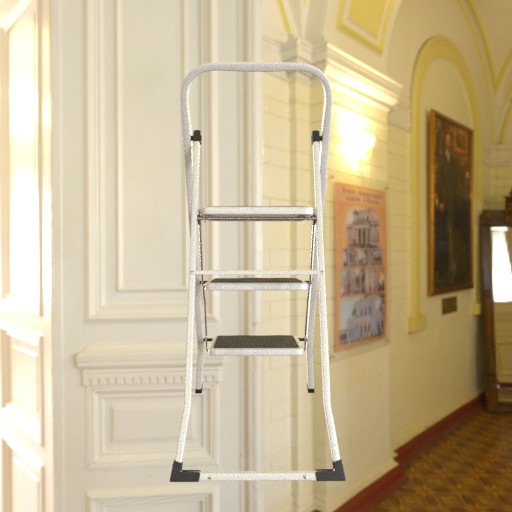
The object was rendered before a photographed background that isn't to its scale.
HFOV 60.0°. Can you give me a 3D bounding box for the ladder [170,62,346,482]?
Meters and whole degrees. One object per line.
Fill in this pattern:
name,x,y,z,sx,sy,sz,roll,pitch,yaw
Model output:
ladder,0.000,0.000,1.376,0.460,1.050,0.711,0,0,-1
